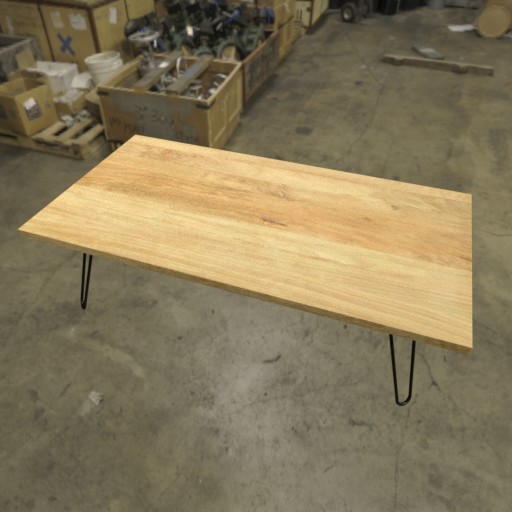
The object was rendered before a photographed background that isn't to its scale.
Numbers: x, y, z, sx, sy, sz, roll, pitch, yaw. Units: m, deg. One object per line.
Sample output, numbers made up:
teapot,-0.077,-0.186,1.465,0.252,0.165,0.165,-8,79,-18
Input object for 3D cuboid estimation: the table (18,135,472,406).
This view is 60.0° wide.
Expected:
table,0.000,0.000,1.604,1.348,0.400,0.699,13,43,15
